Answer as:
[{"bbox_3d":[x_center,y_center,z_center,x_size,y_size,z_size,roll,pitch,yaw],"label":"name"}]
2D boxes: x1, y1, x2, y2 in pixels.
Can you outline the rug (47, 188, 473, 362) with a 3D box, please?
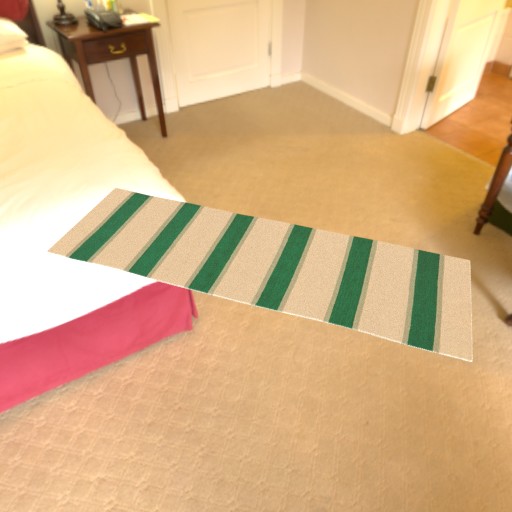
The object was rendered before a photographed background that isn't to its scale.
[{"bbox_3d":[0.000,0.000,2.675,2.438,0.012,0.768,13,43,14],"label":"rug"}]
